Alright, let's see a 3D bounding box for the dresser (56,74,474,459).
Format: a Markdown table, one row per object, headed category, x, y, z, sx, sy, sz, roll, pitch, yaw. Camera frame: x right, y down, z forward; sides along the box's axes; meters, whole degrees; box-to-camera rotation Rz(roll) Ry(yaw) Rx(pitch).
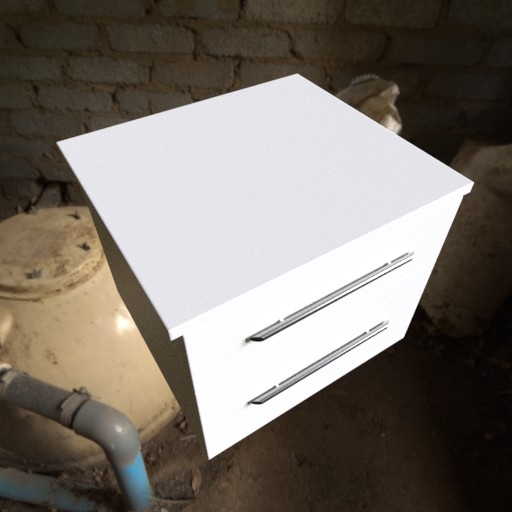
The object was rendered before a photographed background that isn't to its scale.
| category | x | y | z | sx | sy | sz | roll | pitch | yaw |
| --- | --- | --- | --- | --- | --- | --- | --- | --- | --- |
| dresser | 0.000 | 0.000 | 0.730 | 0.430 | 0.360 | 0.400 | -24 | 51 | -22 |
